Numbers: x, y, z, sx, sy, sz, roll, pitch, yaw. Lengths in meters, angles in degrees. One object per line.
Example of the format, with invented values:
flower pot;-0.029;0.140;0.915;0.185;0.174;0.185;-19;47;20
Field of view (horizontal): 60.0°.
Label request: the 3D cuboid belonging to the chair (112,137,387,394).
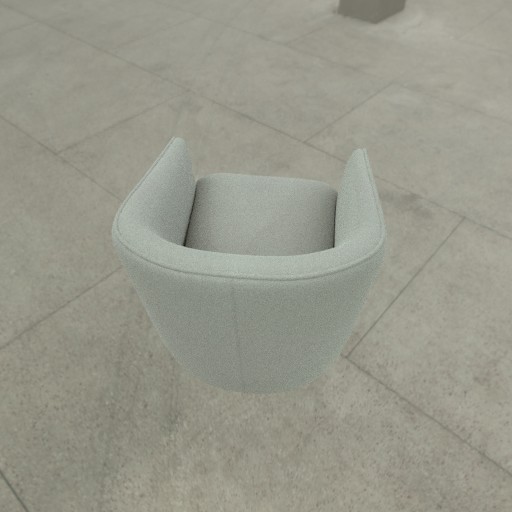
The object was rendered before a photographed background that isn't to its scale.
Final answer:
chair;0.000;0.000;1.465;0.747;0.799;0.875;5;47;4
